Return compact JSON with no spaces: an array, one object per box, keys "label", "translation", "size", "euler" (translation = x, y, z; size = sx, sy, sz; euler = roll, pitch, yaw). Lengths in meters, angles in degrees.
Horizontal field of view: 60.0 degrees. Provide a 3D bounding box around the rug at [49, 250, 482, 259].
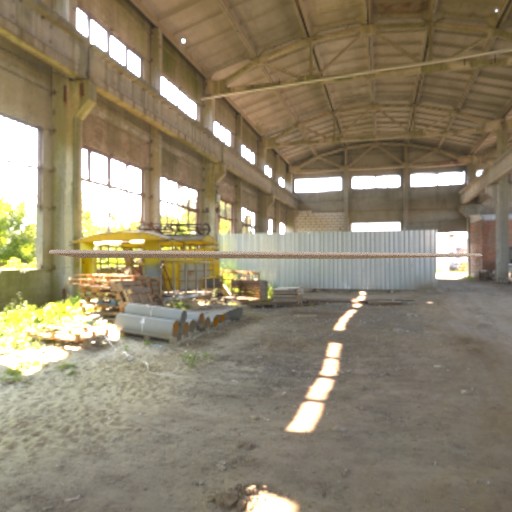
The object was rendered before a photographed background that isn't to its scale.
[{"label":"rug","translation":[0.000,0.000,2.123],"size":[1.676,0.013,1.067],"euler":[0,-1,-18]}]
